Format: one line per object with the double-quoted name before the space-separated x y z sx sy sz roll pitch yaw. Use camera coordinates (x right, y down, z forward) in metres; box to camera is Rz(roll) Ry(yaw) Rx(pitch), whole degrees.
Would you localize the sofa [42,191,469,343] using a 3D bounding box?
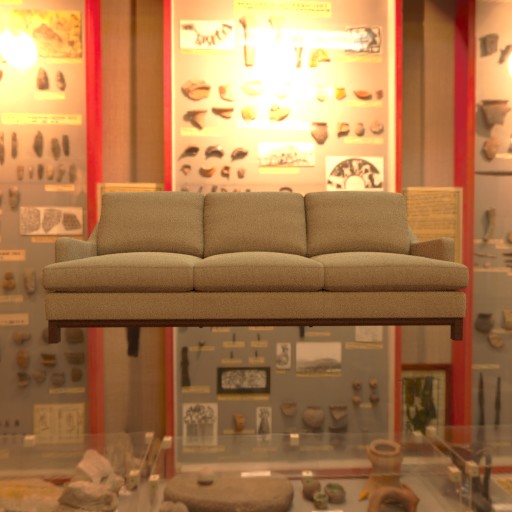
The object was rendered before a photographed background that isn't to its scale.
"sofa" 0.000 0.000 2.869 2.321 0.913 1.000 0 2 -2
